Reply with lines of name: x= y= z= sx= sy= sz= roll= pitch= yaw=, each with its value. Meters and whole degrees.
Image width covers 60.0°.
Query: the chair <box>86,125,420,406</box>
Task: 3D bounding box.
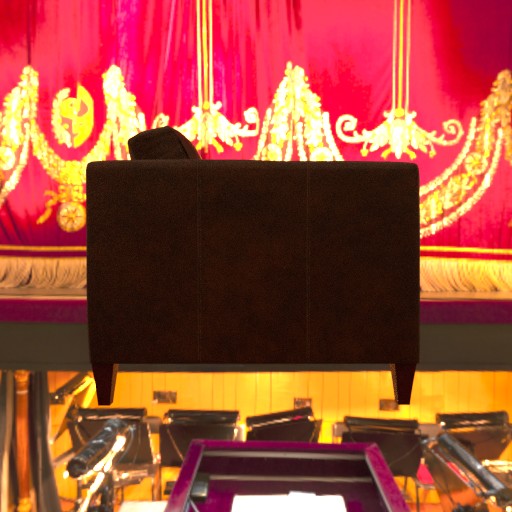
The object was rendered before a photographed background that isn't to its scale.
chair: x=0.000 y=0.000 z=1.744 sx=0.975 sy=0.864 sz=0.990 roll=0 pitch=0 yaw=0
